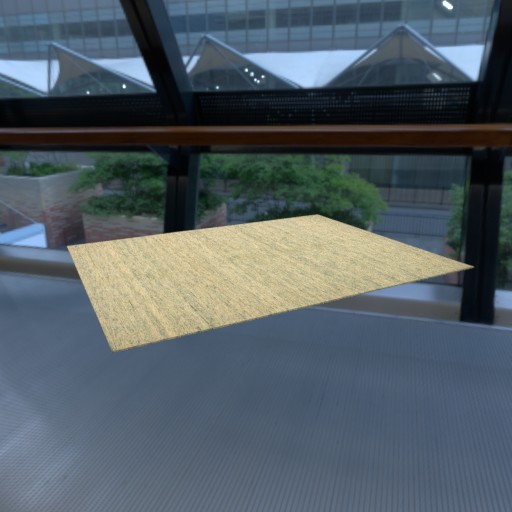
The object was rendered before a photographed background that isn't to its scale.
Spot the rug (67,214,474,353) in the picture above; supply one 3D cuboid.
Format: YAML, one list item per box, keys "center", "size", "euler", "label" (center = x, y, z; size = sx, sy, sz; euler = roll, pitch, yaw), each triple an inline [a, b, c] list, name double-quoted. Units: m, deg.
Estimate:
- center: [0.000, 0.000, 4.341]
  size: [3.201, 0.014, 2.437]
  euler: [-9, 20, -26]
  label: "rug"
